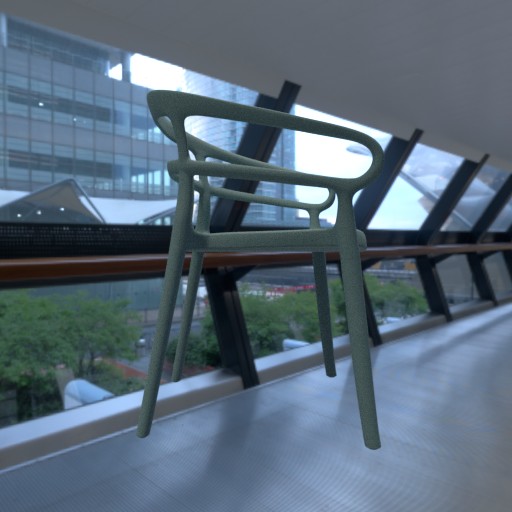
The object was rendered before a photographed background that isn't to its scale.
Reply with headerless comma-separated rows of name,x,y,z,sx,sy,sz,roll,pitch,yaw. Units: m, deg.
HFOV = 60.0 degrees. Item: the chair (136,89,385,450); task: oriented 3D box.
chair,0.000,0.000,1.127,0.527,0.761,0.559,0,1,0
